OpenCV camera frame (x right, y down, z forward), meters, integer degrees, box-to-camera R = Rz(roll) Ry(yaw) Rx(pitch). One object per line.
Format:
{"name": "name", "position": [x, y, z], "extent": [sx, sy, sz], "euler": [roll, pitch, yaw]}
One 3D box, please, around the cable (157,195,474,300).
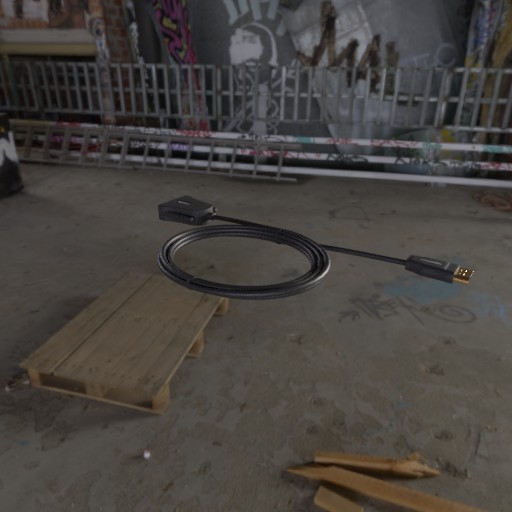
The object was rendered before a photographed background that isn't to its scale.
{"name": "cable", "position": [0.000, 0.000, 0.337], "extent": [0.281, 0.015, 0.136], "euler": [17, 30, 32]}
